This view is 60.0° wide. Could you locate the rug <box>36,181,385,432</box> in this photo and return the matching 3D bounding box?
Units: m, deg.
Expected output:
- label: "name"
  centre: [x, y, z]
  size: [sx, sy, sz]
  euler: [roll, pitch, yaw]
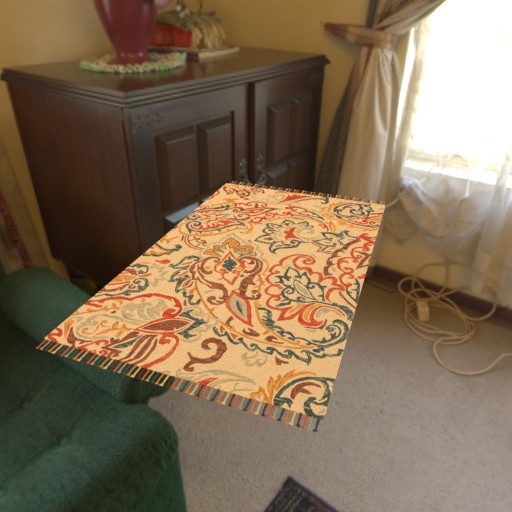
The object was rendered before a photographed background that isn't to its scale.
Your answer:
- label: "rug"
  centre: [0.000, 0.000, 3.134]
  size: [1.523, 0.010, 2.584]
  euler: [11, 32, 17]
